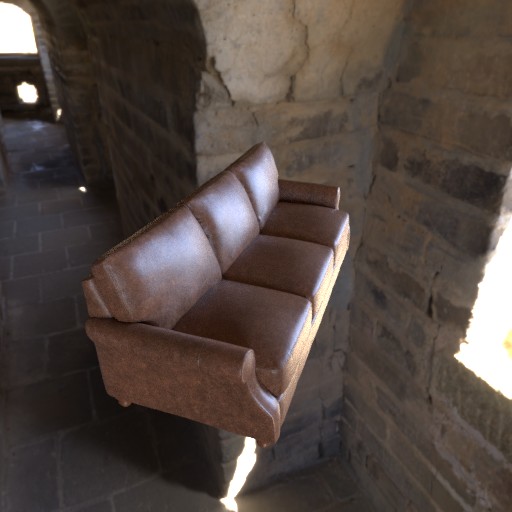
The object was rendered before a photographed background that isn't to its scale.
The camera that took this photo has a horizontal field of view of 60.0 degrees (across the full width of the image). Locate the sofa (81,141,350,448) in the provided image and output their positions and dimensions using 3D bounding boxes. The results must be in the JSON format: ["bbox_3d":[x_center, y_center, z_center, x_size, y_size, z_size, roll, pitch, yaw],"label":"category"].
[{"bbox_3d":[0.000,0.000,2.934,0.973,0.977,2.351,9,30,17],"label":"sofa"}]
